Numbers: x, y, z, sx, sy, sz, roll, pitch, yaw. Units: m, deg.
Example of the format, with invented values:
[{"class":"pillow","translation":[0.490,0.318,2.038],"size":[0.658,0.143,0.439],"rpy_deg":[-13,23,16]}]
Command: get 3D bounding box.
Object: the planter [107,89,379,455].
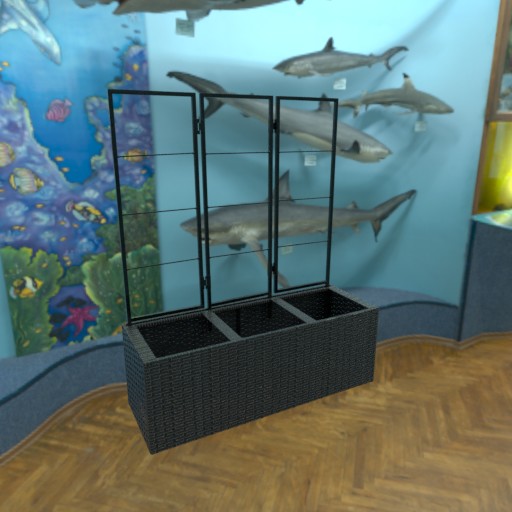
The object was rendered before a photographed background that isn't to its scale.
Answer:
[{"class":"planter","translation":[0.000,0.000,1.204],"size":[0.699,0.841,0.244],"rpy_deg":[-8,18,-27]}]
